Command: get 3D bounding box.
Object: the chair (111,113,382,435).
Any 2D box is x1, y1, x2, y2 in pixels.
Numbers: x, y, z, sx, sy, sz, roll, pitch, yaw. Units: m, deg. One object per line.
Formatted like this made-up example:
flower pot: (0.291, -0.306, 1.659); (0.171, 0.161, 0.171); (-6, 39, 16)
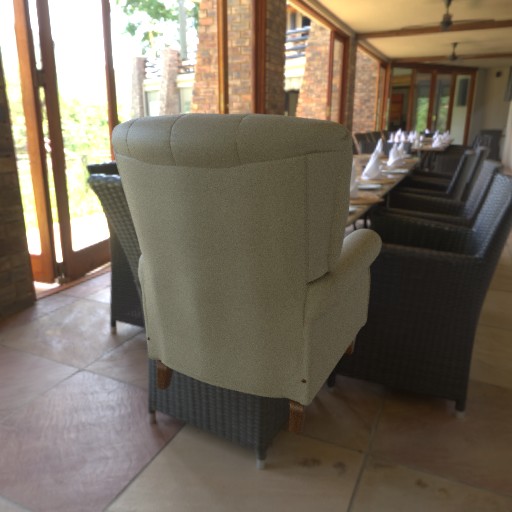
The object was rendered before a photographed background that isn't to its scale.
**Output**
chair: (0.000, 0.000, 1.919); (0.943, 1.158, 1.059); (8, 18, 27)
